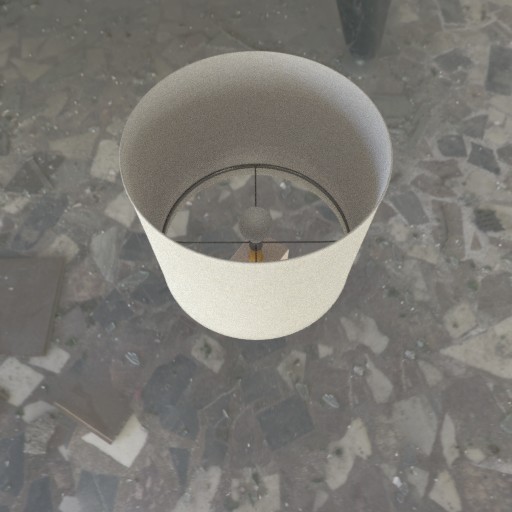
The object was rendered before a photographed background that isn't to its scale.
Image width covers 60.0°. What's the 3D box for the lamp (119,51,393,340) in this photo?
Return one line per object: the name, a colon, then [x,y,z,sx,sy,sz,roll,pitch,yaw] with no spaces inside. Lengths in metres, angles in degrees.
lamp: [0.000,0.000,0.558,0.229,0.417,0.229,33,67,16]
